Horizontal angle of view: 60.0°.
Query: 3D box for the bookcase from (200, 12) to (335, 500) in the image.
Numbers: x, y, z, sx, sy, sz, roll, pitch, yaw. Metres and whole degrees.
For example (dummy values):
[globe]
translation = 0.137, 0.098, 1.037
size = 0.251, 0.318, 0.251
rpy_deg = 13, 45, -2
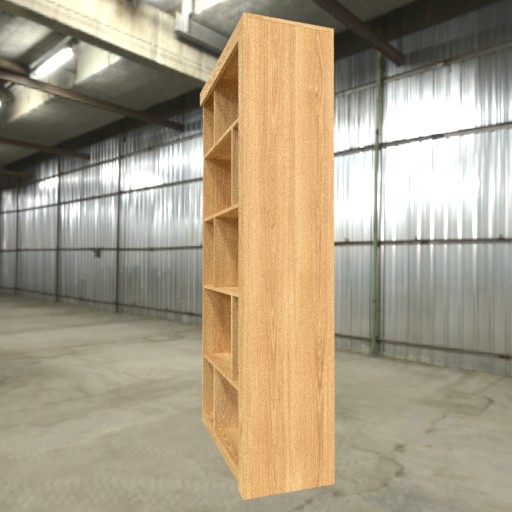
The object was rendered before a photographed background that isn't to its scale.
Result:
[bookcase]
translation = 0.000, 0.000, 2.351
size = 0.420, 2.020, 0.950
rpy_deg = 0, -1, -18
